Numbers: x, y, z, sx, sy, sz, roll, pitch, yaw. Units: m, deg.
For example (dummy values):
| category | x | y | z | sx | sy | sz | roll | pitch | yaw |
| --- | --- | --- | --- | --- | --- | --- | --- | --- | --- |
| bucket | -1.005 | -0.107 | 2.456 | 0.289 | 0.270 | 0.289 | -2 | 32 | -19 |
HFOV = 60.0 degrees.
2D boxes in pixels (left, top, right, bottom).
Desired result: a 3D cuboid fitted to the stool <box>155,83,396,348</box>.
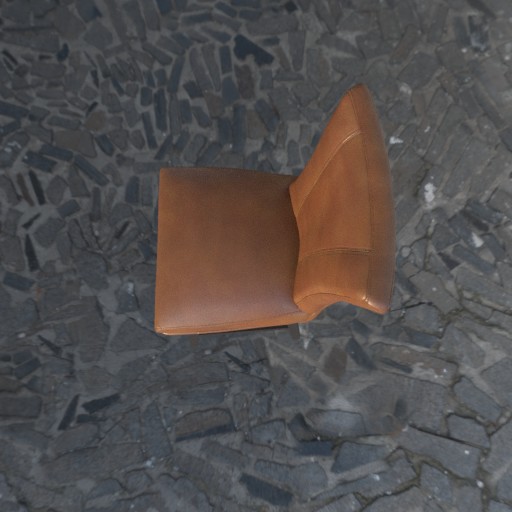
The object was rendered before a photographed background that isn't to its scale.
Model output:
| category | x | y | z | sx | sy | sz | roll | pitch | yaw |
| --- | --- | --- | --- | --- | --- | --- | --- | --- | --- |
| stool | 0.000 | 0.000 | 1.432 | 0.585 | 1.094 | 0.522 | -1 | 76 | 0 |
